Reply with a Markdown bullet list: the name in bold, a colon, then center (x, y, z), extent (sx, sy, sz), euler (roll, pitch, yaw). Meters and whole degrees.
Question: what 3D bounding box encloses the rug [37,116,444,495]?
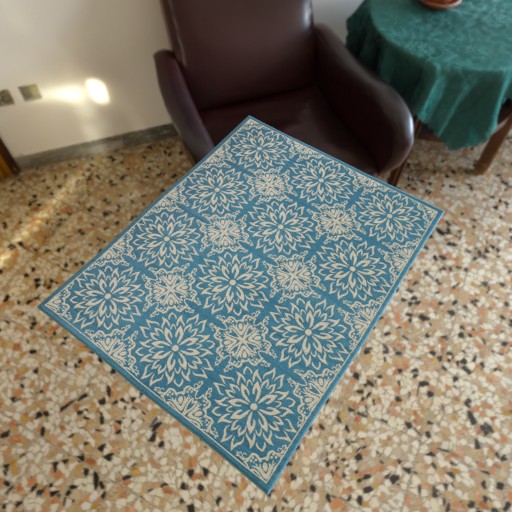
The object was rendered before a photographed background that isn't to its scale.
- **rug**: center (0.000, 0.000, 3.958), extent (2.350, 0.018, 2.964), euler (31, 62, 19)
